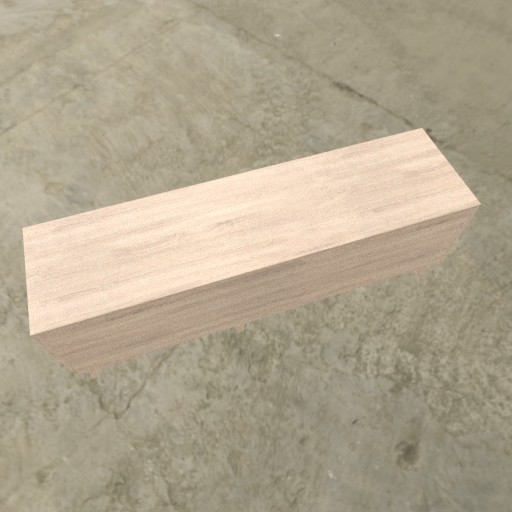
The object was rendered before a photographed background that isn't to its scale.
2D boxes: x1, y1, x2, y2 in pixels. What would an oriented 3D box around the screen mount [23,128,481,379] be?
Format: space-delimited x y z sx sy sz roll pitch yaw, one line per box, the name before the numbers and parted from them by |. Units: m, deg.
screen mount | 0.000 0.000 1.713 1.500 0.510 0.400 -16 59 -10
